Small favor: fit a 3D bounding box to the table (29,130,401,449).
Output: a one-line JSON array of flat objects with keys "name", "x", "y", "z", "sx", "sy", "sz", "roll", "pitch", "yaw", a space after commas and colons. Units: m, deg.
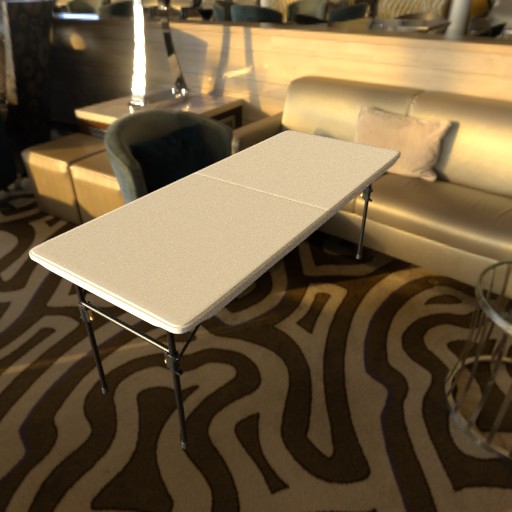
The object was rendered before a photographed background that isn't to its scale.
[{"name": "table", "x": 0.000, "y": 0.000, "z": 2.232, "sx": 0.761, "sy": 0.719, "sz": 1.829, "roll": 20, "pitch": 37, "yaw": 29}]
